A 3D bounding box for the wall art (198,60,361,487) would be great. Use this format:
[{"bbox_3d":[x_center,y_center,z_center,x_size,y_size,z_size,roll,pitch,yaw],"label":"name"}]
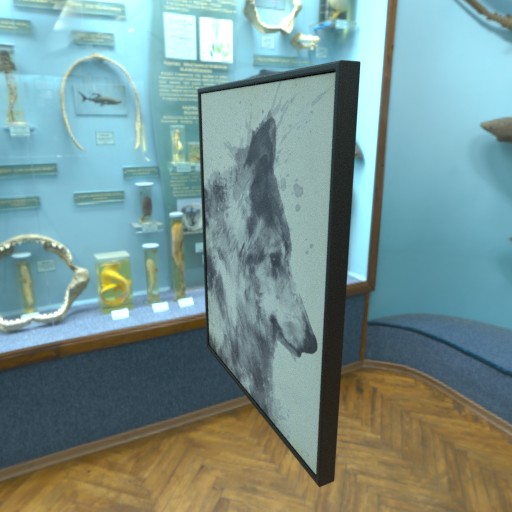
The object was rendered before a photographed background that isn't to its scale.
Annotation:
[{"bbox_3d":[0.000,0.000,0.739,0.028,0.551,0.451,-8,19,-25],"label":"wall art"}]
